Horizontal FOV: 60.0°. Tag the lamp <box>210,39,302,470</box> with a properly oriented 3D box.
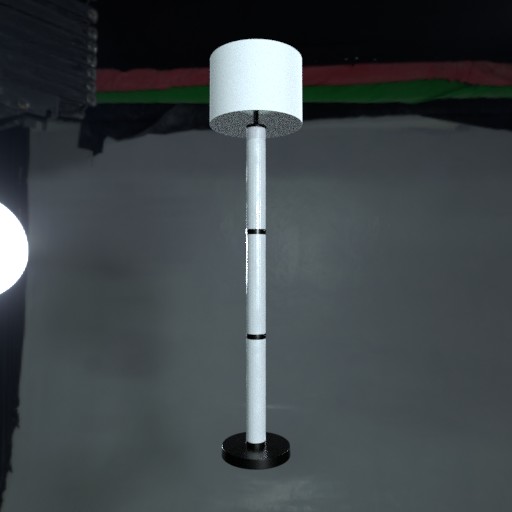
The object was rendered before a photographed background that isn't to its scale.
[{"bbox_3d":[0.000,0.000,1.803,0.377,1.599,0.377,0,-1,0],"label":"lamp"}]
